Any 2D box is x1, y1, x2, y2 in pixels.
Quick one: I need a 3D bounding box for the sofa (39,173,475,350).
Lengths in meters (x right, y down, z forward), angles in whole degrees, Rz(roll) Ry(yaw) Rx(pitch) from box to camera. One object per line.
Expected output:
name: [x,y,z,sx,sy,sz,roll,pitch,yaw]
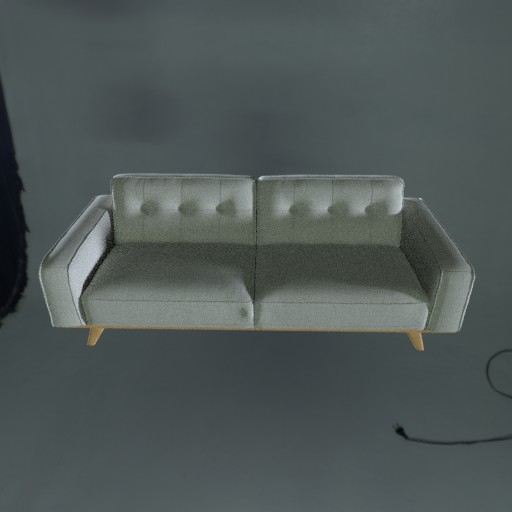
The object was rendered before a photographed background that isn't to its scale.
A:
sofa: [0.000,0.000,2.734,2.270,0.781,0.956,1,31,1]
